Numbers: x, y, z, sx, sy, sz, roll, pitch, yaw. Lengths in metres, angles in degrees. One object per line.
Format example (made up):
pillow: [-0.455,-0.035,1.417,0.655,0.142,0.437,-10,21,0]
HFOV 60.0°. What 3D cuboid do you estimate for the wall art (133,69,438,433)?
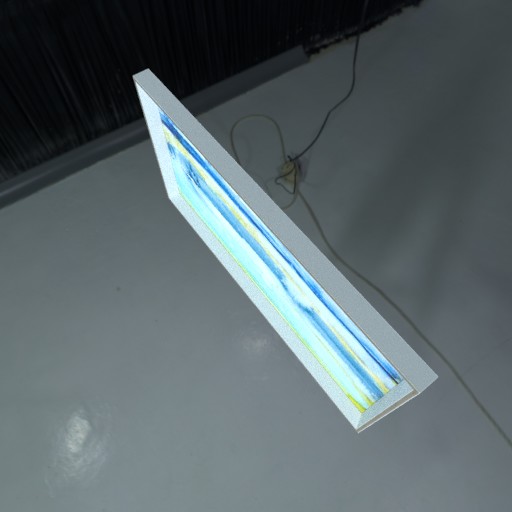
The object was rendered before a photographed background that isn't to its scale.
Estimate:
wall art: [0.000,0.000,0.969,0.038,0.431,0.812,-33,66,-17]
